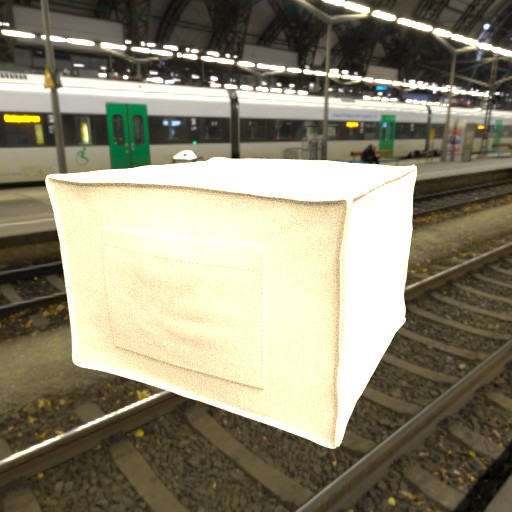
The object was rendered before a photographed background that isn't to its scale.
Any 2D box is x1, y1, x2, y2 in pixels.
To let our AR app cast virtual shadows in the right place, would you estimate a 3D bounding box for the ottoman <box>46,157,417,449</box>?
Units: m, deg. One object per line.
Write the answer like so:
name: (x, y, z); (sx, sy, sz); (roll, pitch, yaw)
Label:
ottoman: (0.000, 0.000, 1.146); (0.707, 0.470, 0.696); (8, 17, 26)
